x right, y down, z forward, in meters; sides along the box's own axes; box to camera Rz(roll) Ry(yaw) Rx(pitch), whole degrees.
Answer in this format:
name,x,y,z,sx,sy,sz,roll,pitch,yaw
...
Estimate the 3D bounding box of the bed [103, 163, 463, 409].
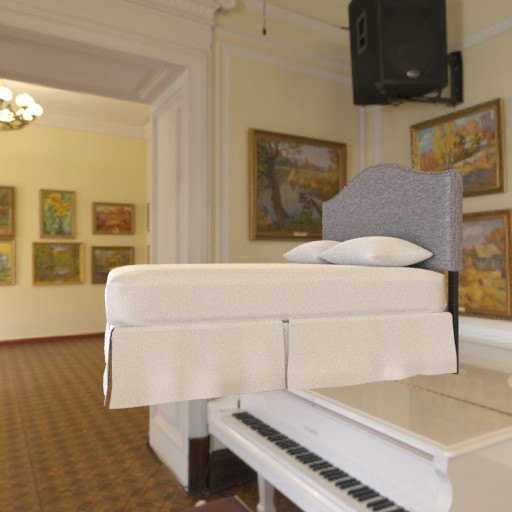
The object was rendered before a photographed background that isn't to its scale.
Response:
name,x,y,z,sx,sy,sz,roll,pitch,yaw
bed,0.000,0.000,2.877,1.870,1.295,1.610,0,0,-18
